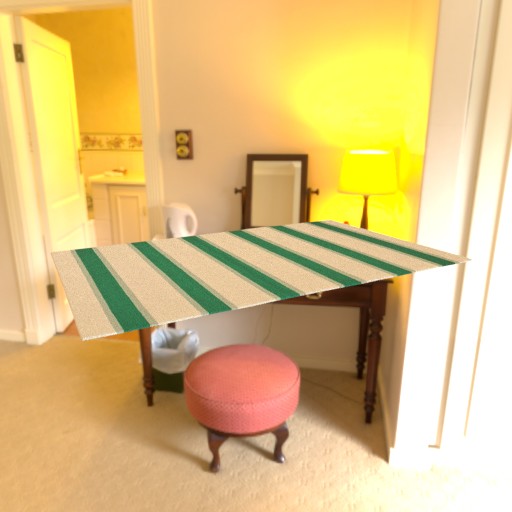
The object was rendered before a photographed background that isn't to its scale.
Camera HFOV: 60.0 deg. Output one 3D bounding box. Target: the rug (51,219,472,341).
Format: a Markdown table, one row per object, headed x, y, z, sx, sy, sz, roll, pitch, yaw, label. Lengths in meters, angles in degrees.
| x | y | z | sx | sy | sz | roll | pitch | yaw | label |
| --- | --- | --- | --- | --- | --- | --- | --- | --- | --- |
| 0.000 | 0.000 | 3.004 | 2.436 | 0.015 | 1.521 | -8 | 18 | -27 | rug |
